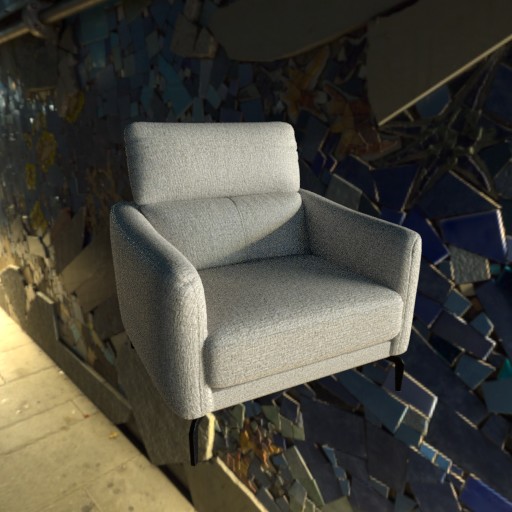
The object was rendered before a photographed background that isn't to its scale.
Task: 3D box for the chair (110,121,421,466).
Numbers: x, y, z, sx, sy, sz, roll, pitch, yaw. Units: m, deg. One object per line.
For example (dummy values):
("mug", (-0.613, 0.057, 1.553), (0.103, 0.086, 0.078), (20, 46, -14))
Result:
("chair", (0.000, 0.000, 1.676), (0.972, 0.967, 0.835), (-9, 19, -26))
